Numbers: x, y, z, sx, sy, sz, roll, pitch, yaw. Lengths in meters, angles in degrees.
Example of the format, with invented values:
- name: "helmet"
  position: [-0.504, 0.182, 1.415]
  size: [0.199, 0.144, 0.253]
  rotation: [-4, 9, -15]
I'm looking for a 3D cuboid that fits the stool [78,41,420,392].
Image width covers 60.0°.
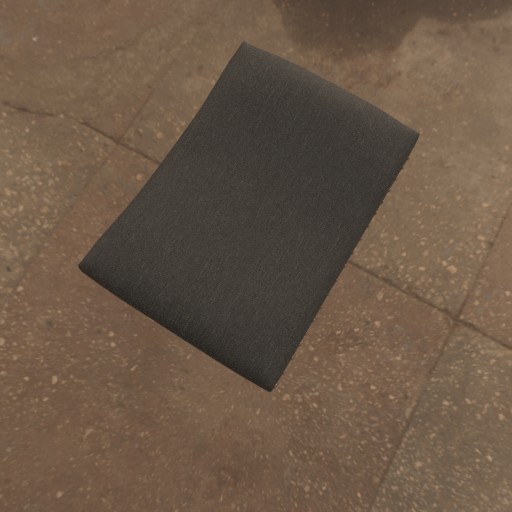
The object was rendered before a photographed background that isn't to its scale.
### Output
- name: "stool"
  position: [0.000, 0.000, 1.033]
  size: [0.366, 0.760, 0.502]
  rotation: [31, 78, 8]
